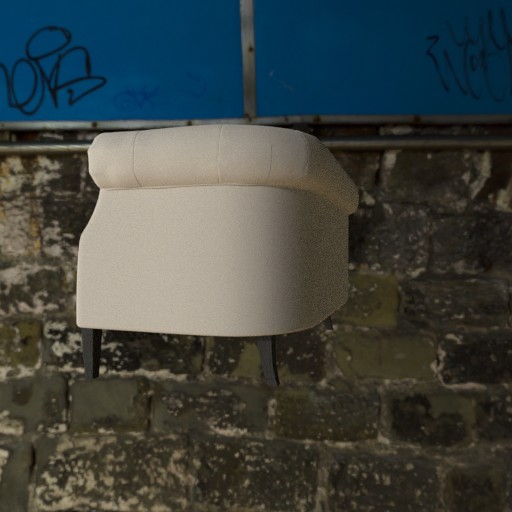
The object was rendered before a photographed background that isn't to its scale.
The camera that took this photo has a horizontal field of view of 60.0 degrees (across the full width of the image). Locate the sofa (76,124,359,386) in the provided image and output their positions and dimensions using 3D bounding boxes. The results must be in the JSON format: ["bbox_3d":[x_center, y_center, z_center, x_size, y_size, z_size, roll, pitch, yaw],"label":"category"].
[{"bbox_3d":[0.000,0.000,2.032,0.835,0.827,1.558,0,0,19],"label":"sofa"}]
